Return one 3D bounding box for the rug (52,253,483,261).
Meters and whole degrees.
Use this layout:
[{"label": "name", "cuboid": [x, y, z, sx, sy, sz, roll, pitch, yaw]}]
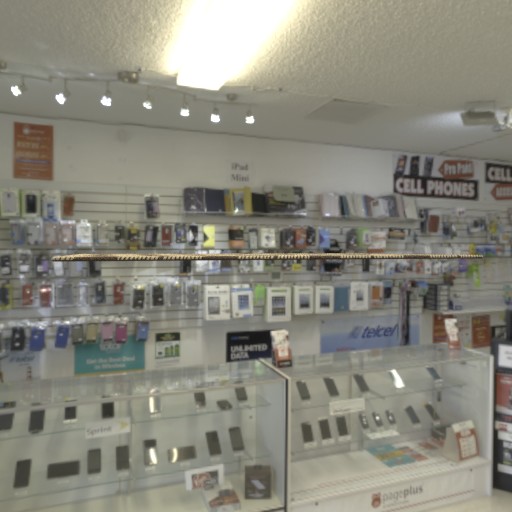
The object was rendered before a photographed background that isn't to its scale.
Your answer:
[{"label": "rug", "cuboid": [0.000, 0.000, 2.339, 1.833, 0.016, 1.210, 0, 1, -18]}]
